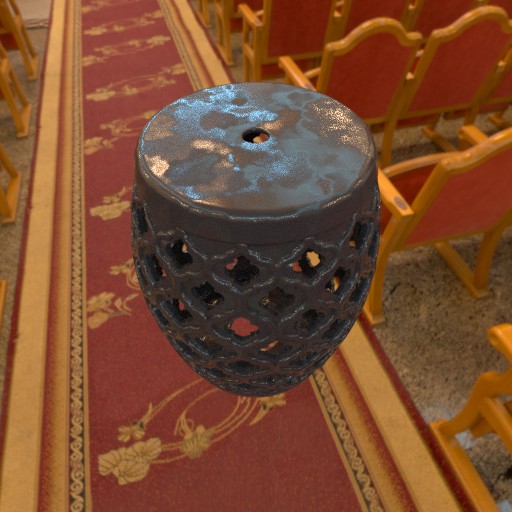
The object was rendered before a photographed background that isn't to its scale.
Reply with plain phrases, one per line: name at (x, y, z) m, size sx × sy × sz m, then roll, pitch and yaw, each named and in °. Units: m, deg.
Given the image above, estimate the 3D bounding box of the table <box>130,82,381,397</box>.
table at (0.000, 0.000, 0.624) m, size 0.325 × 0.388 × 0.325 m, roll 0°, pitch 47°, yaw 0°
